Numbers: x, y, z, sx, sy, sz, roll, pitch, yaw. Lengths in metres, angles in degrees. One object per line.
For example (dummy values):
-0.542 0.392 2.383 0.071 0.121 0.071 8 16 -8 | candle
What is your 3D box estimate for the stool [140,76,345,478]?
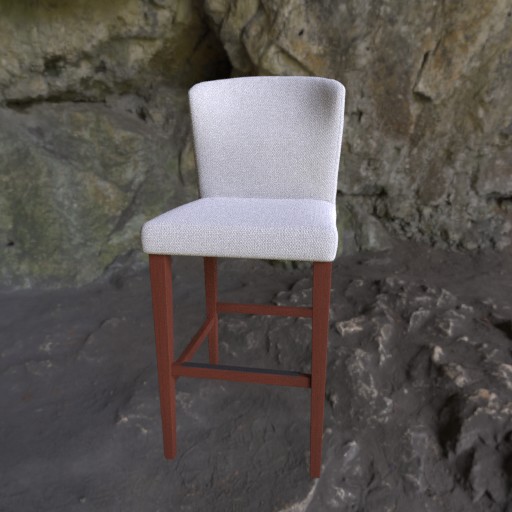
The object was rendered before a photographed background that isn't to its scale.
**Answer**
0.000 0.000 1.321 0.481 1.069 0.568 3 15 10 | stool
